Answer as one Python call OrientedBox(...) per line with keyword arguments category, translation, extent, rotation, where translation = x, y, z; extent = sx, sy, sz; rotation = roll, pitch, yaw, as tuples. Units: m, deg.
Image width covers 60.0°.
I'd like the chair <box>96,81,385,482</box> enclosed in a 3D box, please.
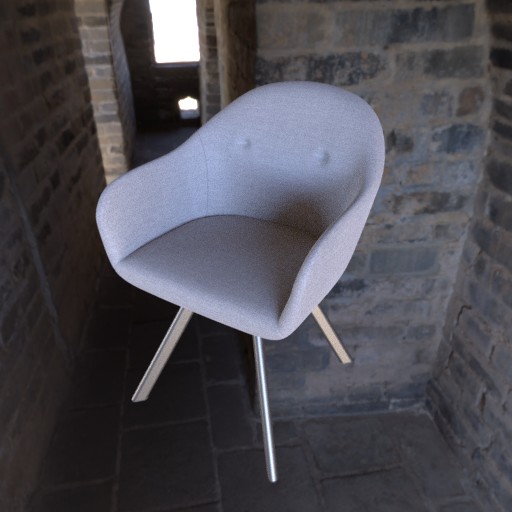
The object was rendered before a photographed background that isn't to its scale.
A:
OrientedBox(category="chair", translation=(0.000, 0.000, 1.134), extent=(0.540, 0.780, 0.570), rotation=(17, 34, 28))
